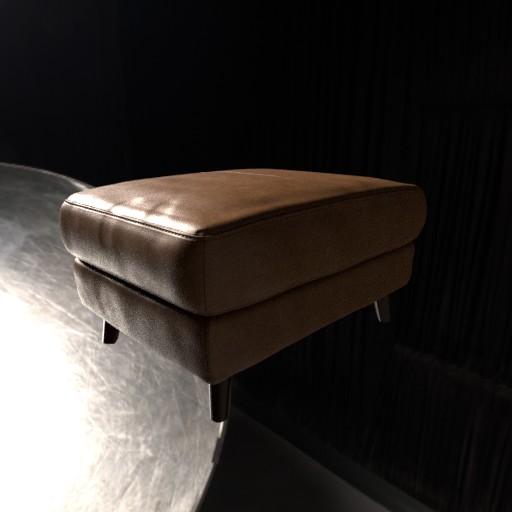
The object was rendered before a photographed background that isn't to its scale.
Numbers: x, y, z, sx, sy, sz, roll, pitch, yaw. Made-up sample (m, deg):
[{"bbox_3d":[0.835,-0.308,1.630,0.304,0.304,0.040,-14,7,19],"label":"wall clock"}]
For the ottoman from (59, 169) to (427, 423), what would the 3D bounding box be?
[{"bbox_3d":[0.000,0.000,1.254,0.869,0.461,0.630,-16,23,-43],"label":"ottoman"}]
